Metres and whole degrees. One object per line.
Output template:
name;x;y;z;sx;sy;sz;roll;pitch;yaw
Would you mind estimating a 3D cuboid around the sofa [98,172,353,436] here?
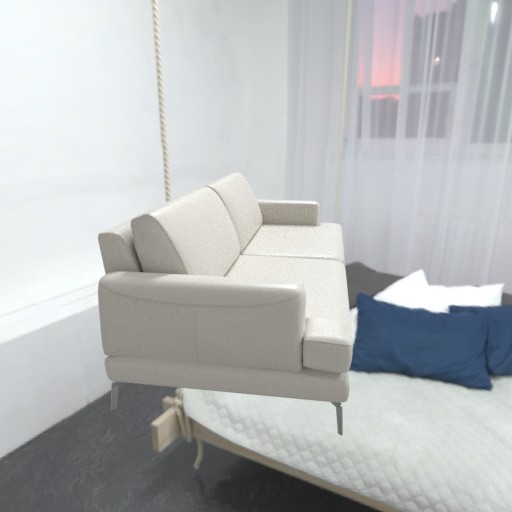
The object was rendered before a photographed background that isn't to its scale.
sofa;0.000;0.000;2.448;0.974;0.765;1.940;3;16;9
